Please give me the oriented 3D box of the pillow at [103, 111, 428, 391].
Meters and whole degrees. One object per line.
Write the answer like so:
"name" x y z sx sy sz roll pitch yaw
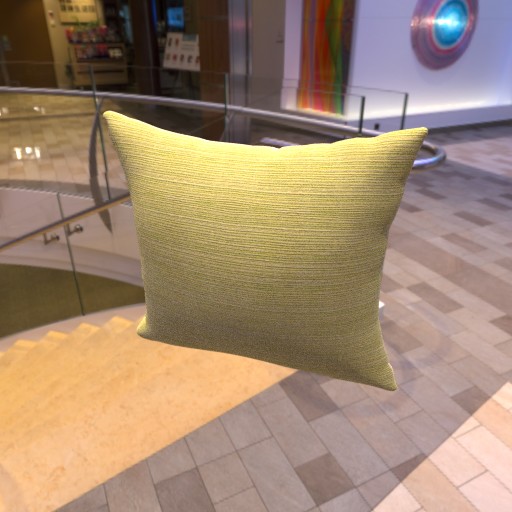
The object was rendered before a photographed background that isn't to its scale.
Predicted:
"pillow" 0.000 0.000 0.805 0.560 0.487 0.229 8 28 16
